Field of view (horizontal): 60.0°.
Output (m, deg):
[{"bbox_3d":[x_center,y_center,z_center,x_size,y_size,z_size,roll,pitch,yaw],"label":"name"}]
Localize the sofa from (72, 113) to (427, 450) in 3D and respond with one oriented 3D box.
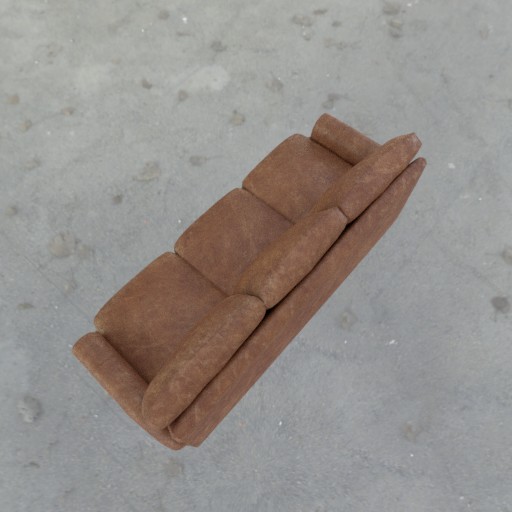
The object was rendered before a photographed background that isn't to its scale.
[{"bbox_3d":[0.000,0.000,2.836,0.973,0.977,2.351,39,70,17],"label":"sofa"}]
